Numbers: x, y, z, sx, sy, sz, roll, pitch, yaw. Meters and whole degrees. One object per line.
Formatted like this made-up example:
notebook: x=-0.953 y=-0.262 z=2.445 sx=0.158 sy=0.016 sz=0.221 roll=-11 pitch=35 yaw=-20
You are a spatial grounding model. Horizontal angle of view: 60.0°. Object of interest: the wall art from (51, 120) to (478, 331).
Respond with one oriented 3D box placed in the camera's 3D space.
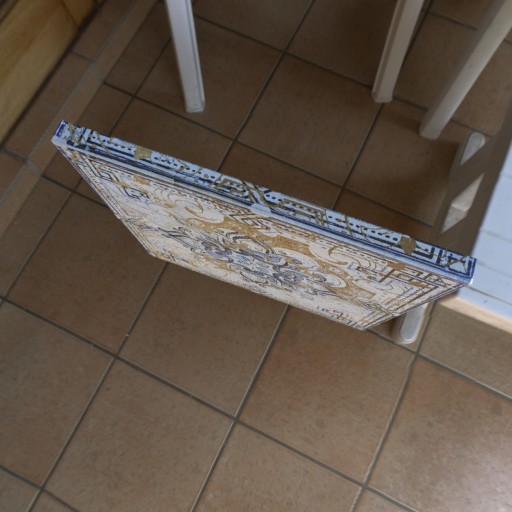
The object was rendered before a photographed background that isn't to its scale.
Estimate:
wall art: x=0.000 y=0.000 z=0.897 sx=0.609 sy=0.607 sz=0.036 roll=19 pitch=76 yaw=5
